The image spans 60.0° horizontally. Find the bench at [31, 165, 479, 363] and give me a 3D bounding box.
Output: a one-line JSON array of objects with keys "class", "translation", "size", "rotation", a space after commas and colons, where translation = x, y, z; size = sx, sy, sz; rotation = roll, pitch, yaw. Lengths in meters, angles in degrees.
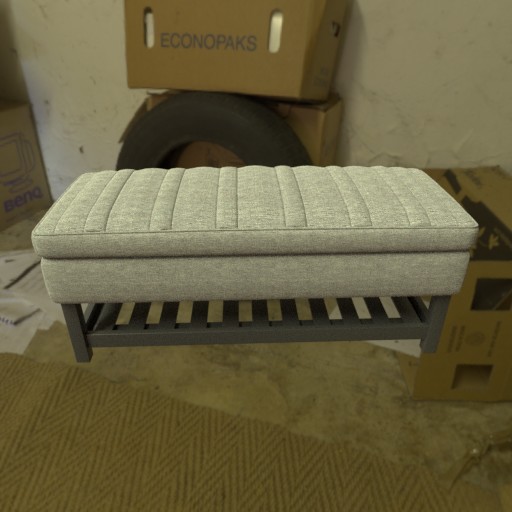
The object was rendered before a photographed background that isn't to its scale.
[{"class": "bench", "translation": [0.000, 0.000, 1.324], "size": [1.100, 0.470, 0.429], "rotation": [-1, 31, -2]}]
